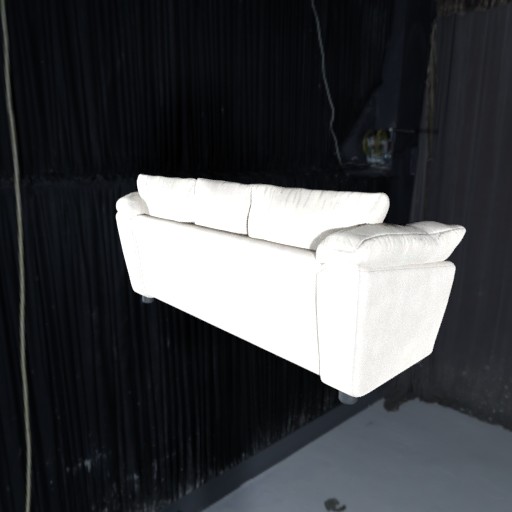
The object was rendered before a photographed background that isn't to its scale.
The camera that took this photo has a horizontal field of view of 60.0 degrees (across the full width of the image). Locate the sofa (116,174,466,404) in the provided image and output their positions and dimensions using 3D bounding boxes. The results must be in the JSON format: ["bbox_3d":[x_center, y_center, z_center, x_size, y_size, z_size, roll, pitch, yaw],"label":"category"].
[{"bbox_3d":[0.000,0.000,2.893,0.878,0.996,2.334,-12,18,-41],"label":"sofa"}]
